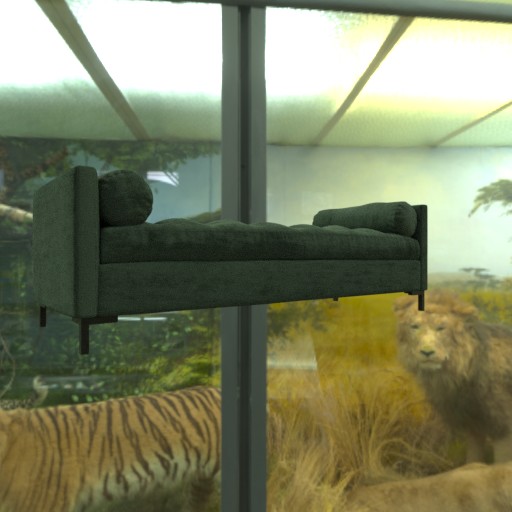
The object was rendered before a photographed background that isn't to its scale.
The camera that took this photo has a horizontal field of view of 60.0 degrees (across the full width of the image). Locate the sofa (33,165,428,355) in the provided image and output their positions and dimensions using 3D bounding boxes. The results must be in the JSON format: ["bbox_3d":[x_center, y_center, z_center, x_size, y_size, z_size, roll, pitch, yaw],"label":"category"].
[{"bbox_3d":[0.000,0.000,2.442,2.130,0.681,0.817,0,0,-36],"label":"sofa"}]
